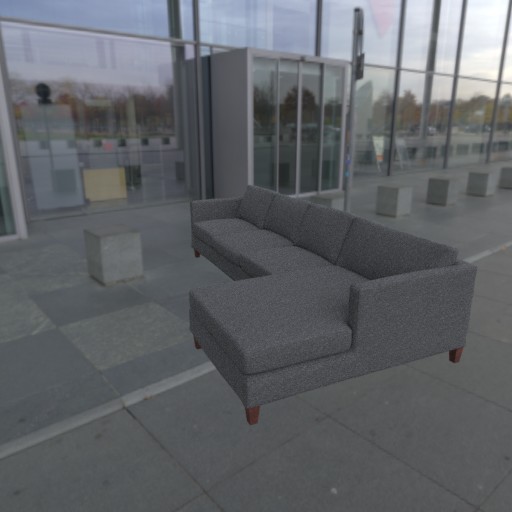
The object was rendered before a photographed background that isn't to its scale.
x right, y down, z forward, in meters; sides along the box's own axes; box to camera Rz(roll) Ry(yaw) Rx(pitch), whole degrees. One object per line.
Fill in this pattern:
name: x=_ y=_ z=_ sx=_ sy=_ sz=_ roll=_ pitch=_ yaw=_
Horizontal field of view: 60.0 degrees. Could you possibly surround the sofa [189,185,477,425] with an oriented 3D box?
sofa: x=0.000 y=0.000 z=3.905 sx=1.625 sy=0.846 sz=3.186 roll=-8 pitch=18 yaw=-24
